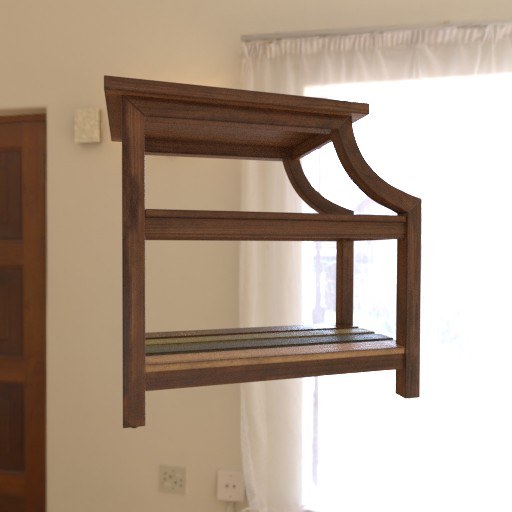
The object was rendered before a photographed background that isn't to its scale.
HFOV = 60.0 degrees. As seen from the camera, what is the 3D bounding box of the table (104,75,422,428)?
[{"bbox_3d":[0.000,0.000,0.967,0.609,0.584,0.356,0,1,-16],"label":"table"}]
